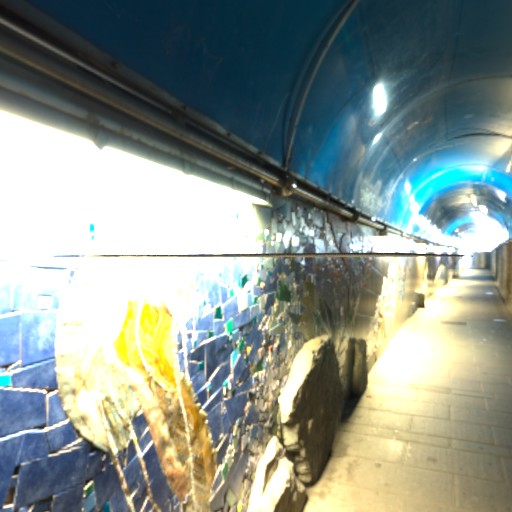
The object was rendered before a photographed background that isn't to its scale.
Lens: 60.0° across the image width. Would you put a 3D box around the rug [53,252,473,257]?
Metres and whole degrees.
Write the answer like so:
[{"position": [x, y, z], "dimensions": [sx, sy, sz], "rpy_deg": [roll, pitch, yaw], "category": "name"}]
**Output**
[{"position": [0.000, 0.000, 3.025], "dimensions": [2.431, 0.012, 1.536], "rpy_deg": [0, 0, 36], "category": "rug"}]
